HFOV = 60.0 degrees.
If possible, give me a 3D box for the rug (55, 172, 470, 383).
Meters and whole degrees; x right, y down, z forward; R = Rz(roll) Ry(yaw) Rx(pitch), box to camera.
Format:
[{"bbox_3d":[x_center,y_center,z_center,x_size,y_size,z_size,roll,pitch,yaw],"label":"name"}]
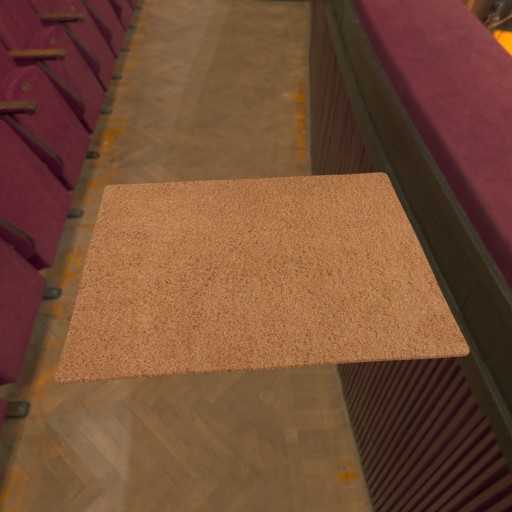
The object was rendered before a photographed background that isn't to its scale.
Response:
[{"bbox_3d":[0.000,0.000,2.109,1.600,0.025,1.199,-3,46,-3],"label":"rug"}]
